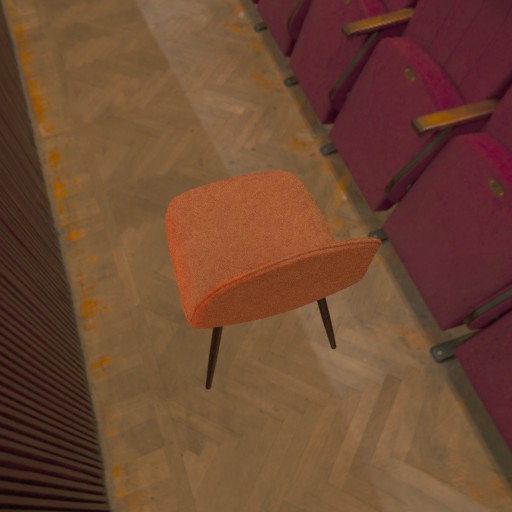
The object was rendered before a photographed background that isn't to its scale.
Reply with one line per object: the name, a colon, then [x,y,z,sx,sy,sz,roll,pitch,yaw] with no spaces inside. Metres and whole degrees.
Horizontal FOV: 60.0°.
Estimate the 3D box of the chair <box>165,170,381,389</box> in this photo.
chair: [0.000,0.000,1.229,0.472,0.889,0.561,-15,60,-9]
